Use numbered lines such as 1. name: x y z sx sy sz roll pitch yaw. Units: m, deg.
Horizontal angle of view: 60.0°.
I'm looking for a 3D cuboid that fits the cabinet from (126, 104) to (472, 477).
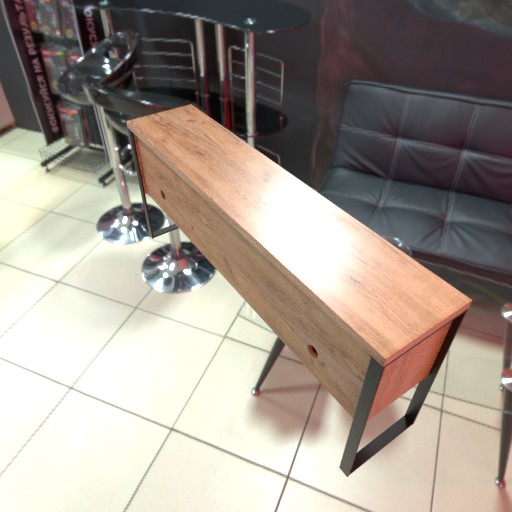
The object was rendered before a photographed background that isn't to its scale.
1. cabinet: 0.000 0.000 2.088 0.395 0.762 1.800 -25 47 -25
